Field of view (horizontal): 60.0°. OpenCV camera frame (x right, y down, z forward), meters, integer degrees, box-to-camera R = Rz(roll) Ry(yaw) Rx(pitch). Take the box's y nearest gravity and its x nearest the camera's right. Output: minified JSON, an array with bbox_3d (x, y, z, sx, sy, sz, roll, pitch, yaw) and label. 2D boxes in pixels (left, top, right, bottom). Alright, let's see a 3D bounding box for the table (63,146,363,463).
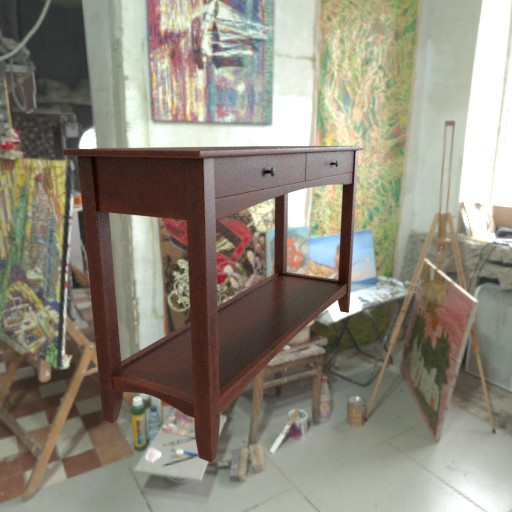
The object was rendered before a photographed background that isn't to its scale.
[{"bbox_3d":[0.000,0.000,1.548,0.392,0.739,1.188,8,16,27],"label":"table"}]
